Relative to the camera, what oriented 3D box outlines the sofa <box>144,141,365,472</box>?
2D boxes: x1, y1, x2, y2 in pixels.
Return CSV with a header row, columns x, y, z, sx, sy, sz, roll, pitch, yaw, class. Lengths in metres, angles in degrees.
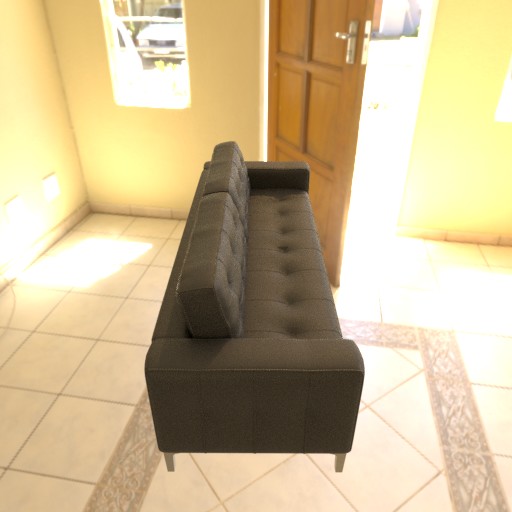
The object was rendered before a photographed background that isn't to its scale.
x,y,z,sx,sy,sz,roll,pitch,yaw,class
0.000,0.000,2.658,0.833,0.893,2.275,0,32,0,sofa
